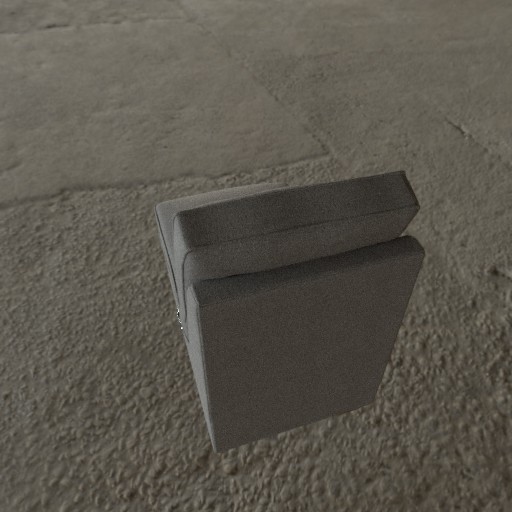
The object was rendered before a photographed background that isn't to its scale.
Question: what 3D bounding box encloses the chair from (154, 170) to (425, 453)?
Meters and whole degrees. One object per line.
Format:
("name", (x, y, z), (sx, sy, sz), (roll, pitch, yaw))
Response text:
("chair", (0.000, 0.000, 1.595), (0.621, 0.970, 0.938), (-12, 43, -14))
